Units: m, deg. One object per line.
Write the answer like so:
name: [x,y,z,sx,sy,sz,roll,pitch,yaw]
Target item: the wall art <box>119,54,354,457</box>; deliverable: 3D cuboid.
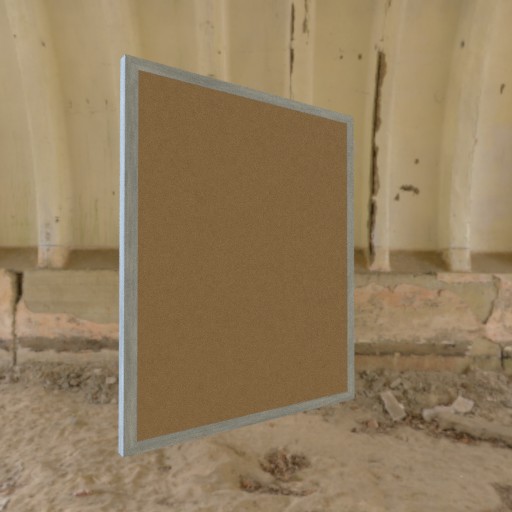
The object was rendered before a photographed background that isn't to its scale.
wall art: [0.000,0.000,0.785,0.479,0.582,0.022,1,-1,-35]
